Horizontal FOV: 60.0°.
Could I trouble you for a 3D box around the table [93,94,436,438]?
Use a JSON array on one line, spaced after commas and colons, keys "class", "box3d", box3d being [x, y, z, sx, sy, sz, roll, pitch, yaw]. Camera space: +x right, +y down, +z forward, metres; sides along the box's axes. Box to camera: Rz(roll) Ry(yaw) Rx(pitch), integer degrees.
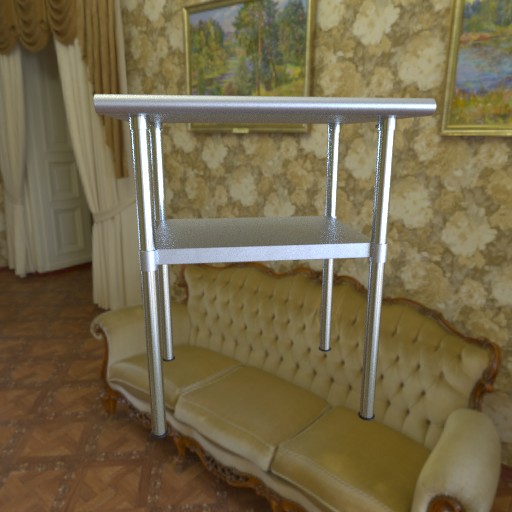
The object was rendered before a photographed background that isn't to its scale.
[{"class": "table", "box3d": [0.000, 0.000, 1.359, 0.762, 0.876, 0.584, -2, 15, -7]}]
